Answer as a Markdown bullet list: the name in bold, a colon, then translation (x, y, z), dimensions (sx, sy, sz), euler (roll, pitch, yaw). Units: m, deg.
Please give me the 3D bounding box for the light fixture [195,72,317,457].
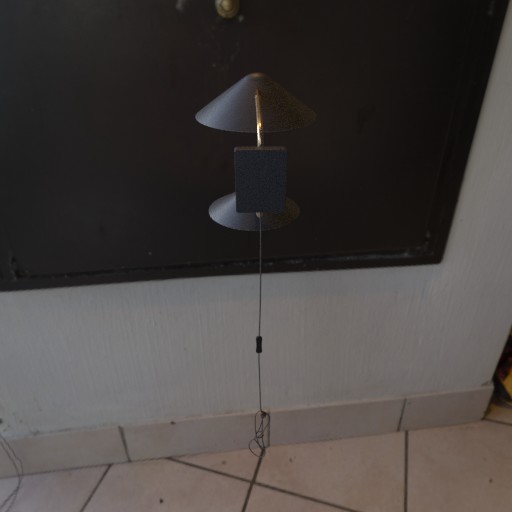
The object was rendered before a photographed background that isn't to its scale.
- **light fixture**: translation (0.000, 0.000, 0.840), dimensions (0.189, 0.665, 0.422), euler (-1, 32, -1)
